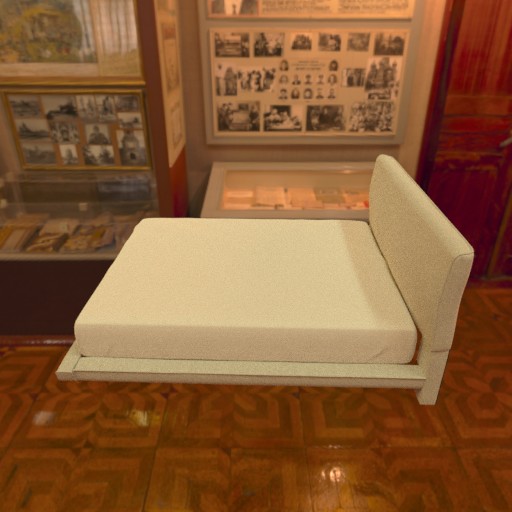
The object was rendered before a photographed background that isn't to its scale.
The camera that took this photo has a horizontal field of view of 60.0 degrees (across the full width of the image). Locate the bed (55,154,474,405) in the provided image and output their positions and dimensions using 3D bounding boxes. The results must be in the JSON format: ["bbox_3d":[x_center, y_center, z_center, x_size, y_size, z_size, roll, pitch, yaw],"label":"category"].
[{"bbox_3d":[0.000,0.000,3.493,2.498,1.126,1.980,1,28,2],"label":"bed"}]
